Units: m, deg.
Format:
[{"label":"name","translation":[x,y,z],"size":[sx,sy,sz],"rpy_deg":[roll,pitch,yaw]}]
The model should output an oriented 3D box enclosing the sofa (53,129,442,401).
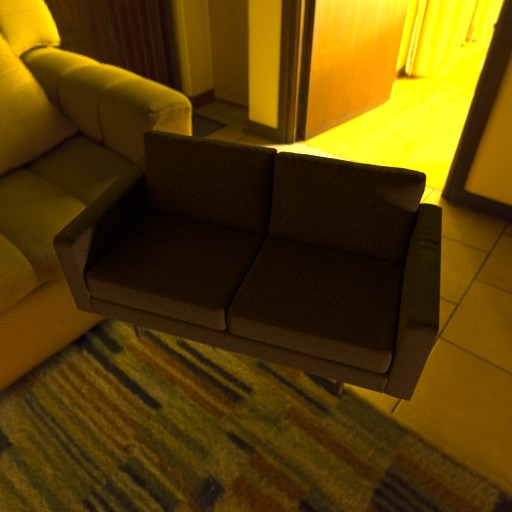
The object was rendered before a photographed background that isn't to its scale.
[{"label":"sofa","translation":[0.000,0.000,2.299],"size":[1.730,0.897,0.889],"rpy_deg":[12,42,14]}]
